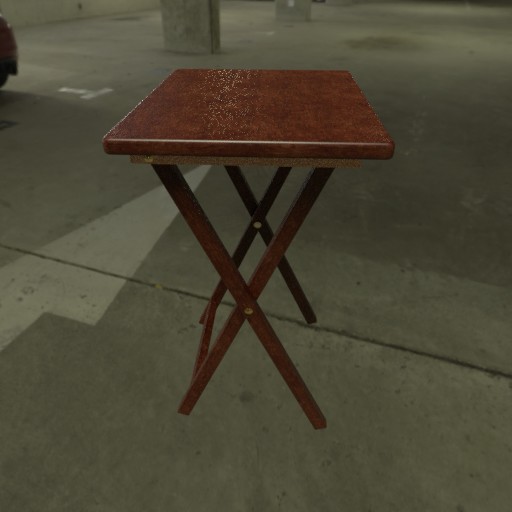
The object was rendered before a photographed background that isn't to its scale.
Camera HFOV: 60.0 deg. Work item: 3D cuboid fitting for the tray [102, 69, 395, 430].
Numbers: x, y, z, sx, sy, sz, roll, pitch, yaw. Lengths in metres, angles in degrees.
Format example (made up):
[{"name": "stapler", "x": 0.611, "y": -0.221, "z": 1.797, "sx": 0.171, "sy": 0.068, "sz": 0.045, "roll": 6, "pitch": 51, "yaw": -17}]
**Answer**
[{"name": "tray", "x": 0.000, "y": 0.000, "z": 0.946, "sx": 0.381, "sy": 0.660, "sz": 0.483, "roll": 2, "pitch": 33, "yaw": 3}]
